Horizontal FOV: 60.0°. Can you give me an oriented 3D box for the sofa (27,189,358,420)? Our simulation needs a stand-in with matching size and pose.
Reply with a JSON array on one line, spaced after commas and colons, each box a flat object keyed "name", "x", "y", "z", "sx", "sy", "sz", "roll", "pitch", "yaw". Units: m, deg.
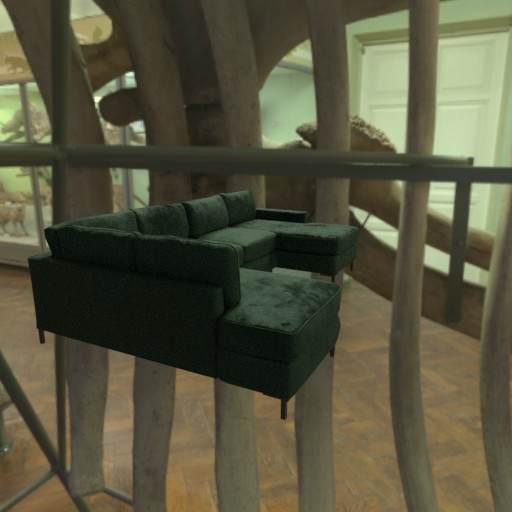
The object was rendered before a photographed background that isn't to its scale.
[{"name": "sofa", "x": 0.000, "y": 0.000, "z": 3.830, "sx": 1.992, "sy": 0.861, "sz": 2.994, "roll": 7, "pitch": 16, "yaw": 27}]
